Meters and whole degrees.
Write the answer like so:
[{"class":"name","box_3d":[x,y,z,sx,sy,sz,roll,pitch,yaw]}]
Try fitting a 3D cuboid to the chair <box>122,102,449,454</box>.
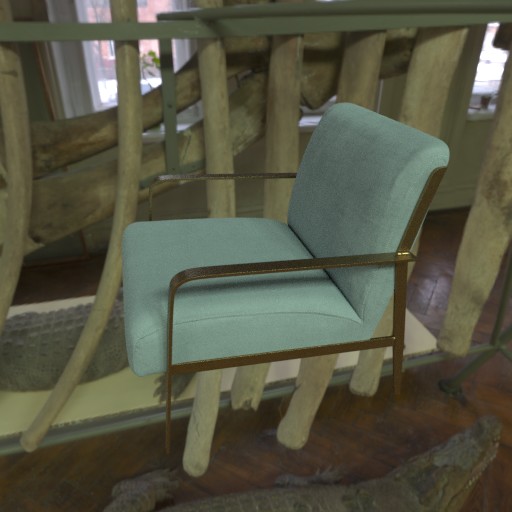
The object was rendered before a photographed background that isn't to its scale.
[{"class":"chair","box_3d":[0.000,0.000,1.424,0.842,0.824,0.701,-8,31,-14]}]
